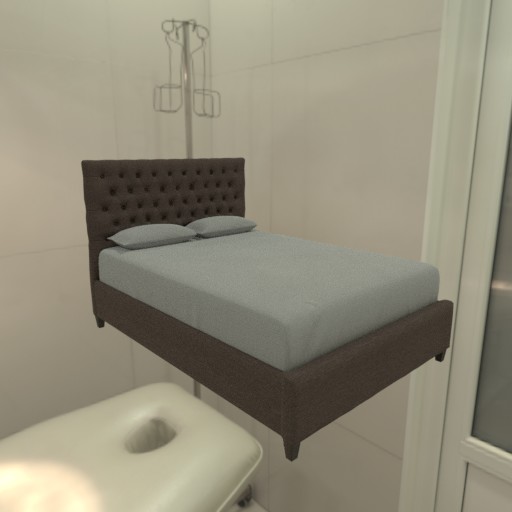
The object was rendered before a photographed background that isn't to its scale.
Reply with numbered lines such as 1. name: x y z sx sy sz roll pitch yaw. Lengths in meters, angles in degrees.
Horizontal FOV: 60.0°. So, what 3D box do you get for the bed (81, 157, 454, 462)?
1. bed: 0.000 0.000 3.401 1.698 1.427 2.387 -12 18 -41
